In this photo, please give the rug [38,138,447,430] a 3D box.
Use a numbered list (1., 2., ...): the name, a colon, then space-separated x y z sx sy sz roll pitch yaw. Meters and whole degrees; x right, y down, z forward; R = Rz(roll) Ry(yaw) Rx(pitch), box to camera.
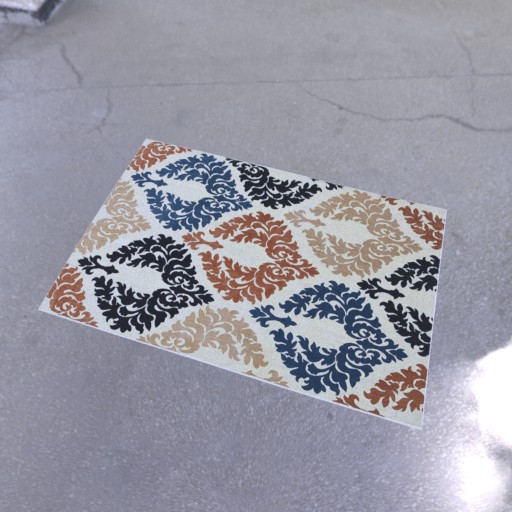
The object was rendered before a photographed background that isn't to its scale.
1. rug: 0.000 0.000 2.849 2.275 0.014 1.514 15 60 9
